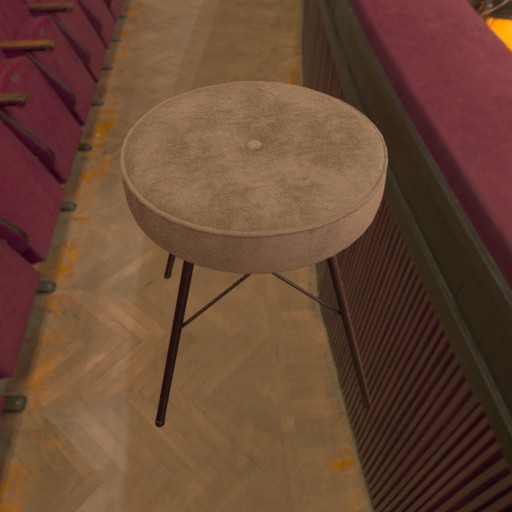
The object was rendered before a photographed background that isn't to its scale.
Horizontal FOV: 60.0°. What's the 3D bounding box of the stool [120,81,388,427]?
[{"bbox_3d":[0.000,0.000,0.868,0.457,0.538,0.423,-4,48,-4],"label":"stool"}]
